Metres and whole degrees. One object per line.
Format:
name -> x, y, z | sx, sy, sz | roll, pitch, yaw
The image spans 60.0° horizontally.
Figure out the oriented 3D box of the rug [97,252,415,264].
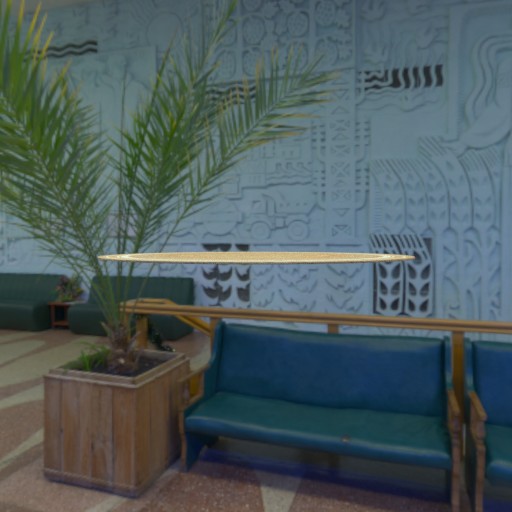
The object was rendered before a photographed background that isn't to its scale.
rug -> 0.000, 0.000, 3.621 | 2.444, 0.015, 2.444 | 0, 2, 0
